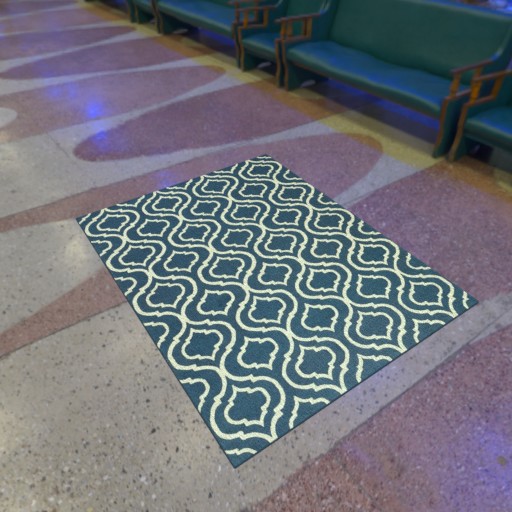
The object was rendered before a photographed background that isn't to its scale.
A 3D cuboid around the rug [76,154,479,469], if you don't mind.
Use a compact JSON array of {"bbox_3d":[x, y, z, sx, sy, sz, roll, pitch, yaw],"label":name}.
[{"bbox_3d":[0.000,0.000,3.884,2.270,0.020,2.881,-24,47,-25],"label":"rug"}]
